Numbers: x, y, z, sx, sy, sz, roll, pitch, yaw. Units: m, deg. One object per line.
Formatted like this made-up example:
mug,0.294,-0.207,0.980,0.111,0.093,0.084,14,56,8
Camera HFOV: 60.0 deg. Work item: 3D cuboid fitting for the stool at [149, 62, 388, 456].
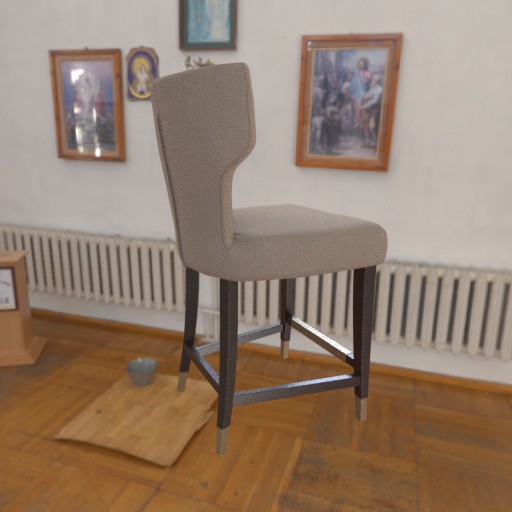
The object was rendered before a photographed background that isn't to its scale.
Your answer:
stool,0.000,0.000,1.327,0.563,0.982,0.527,-7,16,-26
